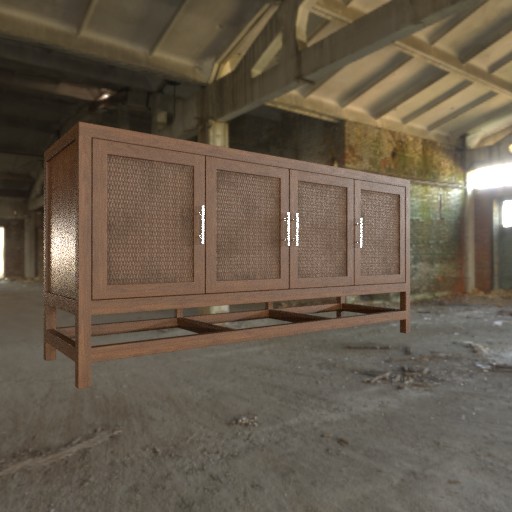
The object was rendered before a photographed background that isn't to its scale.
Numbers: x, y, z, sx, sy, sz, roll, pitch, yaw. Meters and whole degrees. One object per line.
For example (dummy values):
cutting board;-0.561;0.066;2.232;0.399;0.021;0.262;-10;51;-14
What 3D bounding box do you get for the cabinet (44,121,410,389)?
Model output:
cabinet;0.000;0.000;2.057;1.708;0.820;0.522;0;0;-37
